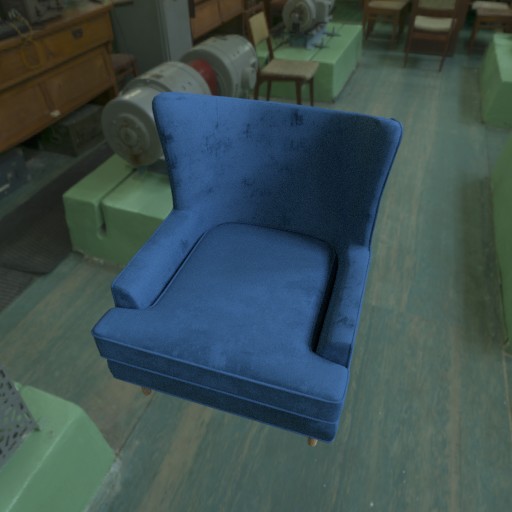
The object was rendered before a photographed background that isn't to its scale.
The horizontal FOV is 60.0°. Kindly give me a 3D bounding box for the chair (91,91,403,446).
[{"bbox_3d":[0.000,0.000,1.547,0.793,0.952,0.910,12,41,14],"label":"chair"}]
